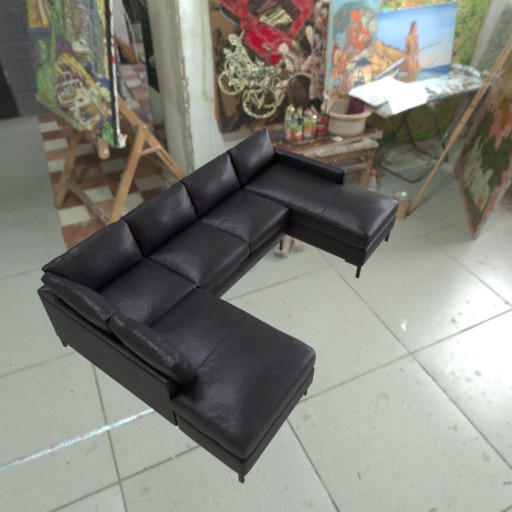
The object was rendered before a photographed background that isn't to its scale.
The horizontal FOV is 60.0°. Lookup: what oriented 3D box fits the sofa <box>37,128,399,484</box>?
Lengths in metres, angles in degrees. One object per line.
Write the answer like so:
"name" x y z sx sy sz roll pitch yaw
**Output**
"sofa" 0.000 0.000 3.859 1.939 0.900 2.956 25 47 26
